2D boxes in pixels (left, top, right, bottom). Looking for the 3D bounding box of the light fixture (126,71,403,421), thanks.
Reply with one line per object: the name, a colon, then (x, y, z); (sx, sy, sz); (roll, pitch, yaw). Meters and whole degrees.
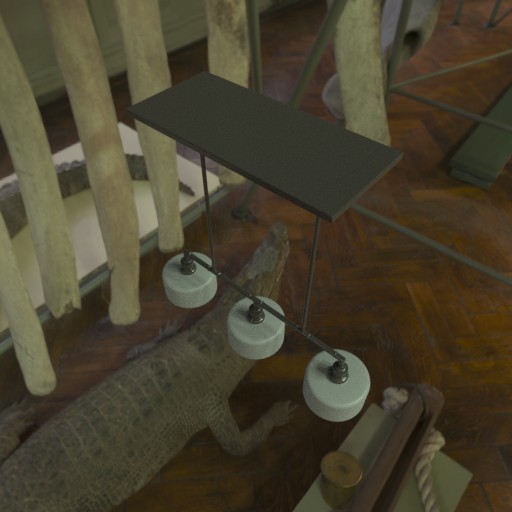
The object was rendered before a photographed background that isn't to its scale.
light fixture: (0.000, 0.000, 0.865); (0.582, 0.557, 0.177); (32, 55, 26)
